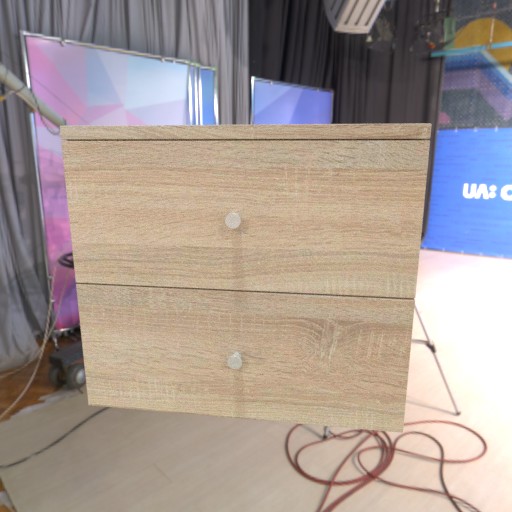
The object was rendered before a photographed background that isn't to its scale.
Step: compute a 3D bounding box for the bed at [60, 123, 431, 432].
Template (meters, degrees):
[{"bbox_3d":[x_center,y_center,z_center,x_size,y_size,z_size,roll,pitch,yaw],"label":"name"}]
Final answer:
[{"bbox_3d":[0.000,0.000,0.766,0.460,0.420,0.401,2,14,8],"label":"bed"}]
